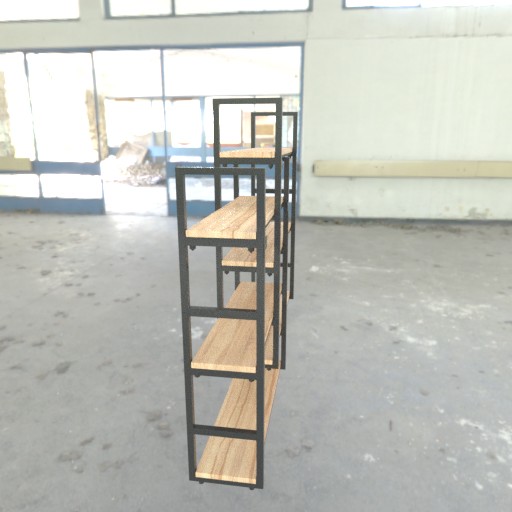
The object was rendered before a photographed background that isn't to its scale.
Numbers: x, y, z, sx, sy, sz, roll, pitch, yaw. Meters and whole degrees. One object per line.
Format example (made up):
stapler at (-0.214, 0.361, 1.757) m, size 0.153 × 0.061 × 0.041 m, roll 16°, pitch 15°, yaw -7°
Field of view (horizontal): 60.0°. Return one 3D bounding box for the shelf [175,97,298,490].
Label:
shelf at (0.000, 0.000, 1.405) m, size 0.183 × 0.921 × 0.946 m, roll 2°, pitch 15°, yaw 9°
